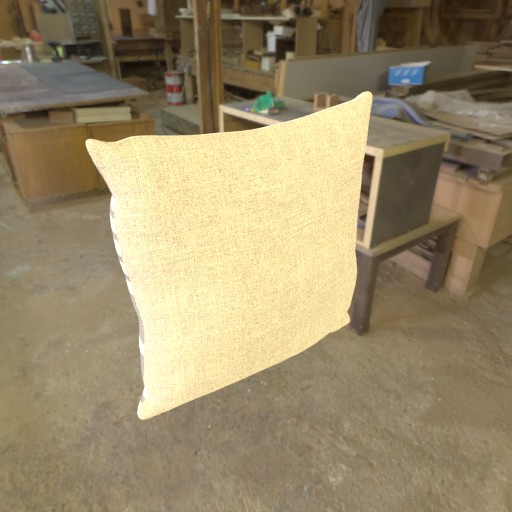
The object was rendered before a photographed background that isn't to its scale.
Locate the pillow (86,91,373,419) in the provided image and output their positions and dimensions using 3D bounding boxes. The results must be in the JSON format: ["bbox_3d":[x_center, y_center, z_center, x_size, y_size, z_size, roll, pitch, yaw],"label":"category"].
[{"bbox_3d":[0.000,0.000,0.678,0.439,0.440,0.182,-19,35,-29],"label":"pillow"}]
